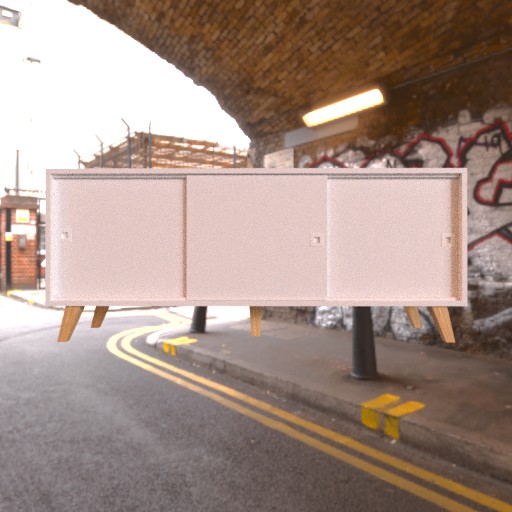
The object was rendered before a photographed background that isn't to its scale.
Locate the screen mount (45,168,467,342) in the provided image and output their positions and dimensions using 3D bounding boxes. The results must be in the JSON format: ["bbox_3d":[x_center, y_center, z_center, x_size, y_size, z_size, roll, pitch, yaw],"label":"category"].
[{"bbox_3d":[0.000,0.000,1.764,1.490,0.619,0.400,0,0,0],"label":"screen mount"}]
